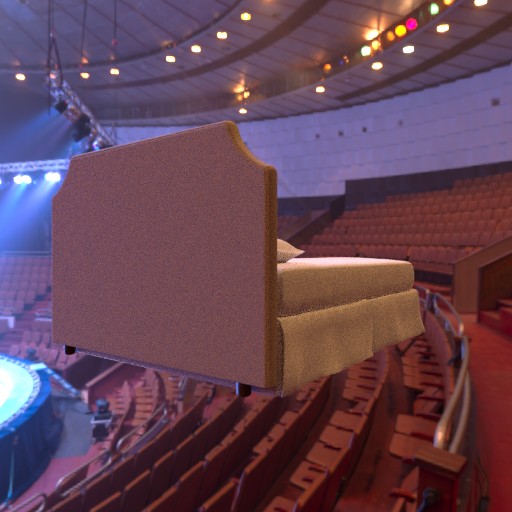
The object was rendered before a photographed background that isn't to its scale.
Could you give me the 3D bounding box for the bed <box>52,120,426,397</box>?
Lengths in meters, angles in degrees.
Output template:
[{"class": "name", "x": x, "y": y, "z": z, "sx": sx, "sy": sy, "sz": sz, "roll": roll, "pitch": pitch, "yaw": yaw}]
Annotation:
[{"class": "bed", "x": 0.000, "y": 0.000, "z": 4.143, "sx": 2.350, "sy": 1.590, "sz": 2.773, "roll": 0, "pitch": 0, "yaw": 36}]
